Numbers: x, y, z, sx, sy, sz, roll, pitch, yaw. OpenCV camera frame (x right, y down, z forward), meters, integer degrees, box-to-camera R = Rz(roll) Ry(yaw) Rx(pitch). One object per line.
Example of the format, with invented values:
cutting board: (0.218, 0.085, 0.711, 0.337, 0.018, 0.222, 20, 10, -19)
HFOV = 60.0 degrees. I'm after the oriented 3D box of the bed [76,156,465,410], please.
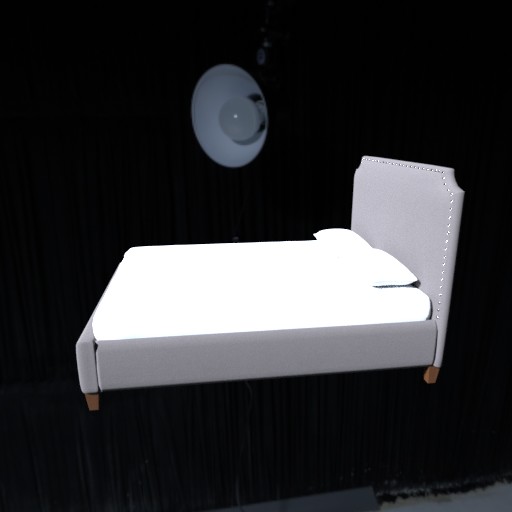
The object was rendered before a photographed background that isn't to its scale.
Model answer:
bed: (0.000, 0.000, 3.470, 2.372, 1.443, 1.713, -2, 16, -8)
